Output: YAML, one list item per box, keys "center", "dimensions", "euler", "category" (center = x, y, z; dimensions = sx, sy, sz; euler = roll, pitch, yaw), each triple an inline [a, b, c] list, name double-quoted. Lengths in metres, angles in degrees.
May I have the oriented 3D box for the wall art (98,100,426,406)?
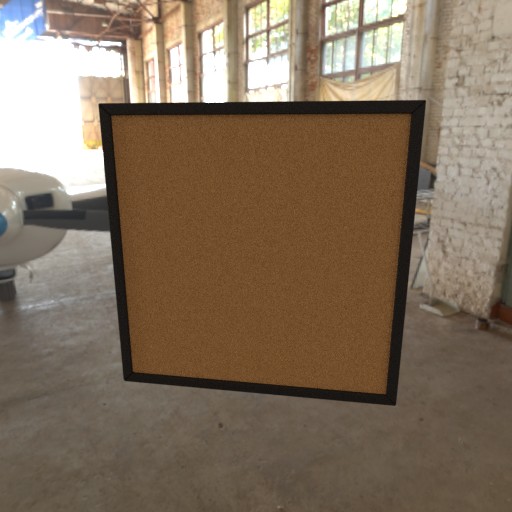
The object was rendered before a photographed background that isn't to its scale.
- center: [0.000, 0.000, 0.466]
  dimensions: [0.305, 0.305, 0.037]
  euler: [3, 16, 9]
  category: "wall art"
